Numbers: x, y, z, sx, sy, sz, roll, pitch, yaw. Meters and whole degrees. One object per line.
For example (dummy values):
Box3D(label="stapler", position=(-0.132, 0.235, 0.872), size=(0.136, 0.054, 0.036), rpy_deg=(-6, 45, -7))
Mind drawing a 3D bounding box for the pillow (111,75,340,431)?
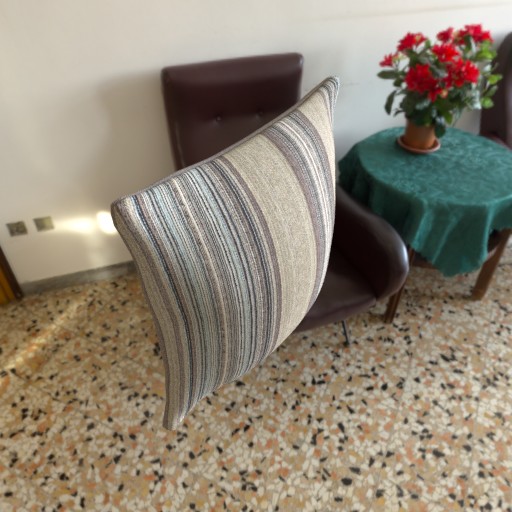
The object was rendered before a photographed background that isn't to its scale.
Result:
Box3D(label="pillow", position=(0.000, 0.000, 0.667), size=(0.189, 0.416, 0.435), rpy_deg=(25, 47, 27))
